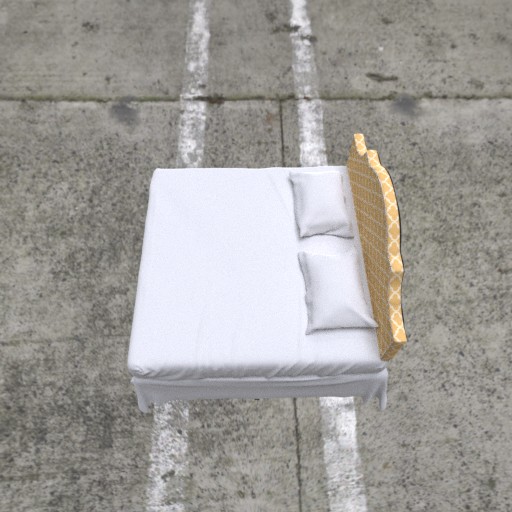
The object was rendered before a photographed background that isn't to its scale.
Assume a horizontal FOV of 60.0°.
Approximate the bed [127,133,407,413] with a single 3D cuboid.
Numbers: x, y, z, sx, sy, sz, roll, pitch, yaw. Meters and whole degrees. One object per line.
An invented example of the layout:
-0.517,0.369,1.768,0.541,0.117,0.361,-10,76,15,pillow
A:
0.000,0.000,3.790,2.222,1.601,2.314,-1,58,-1,bed
